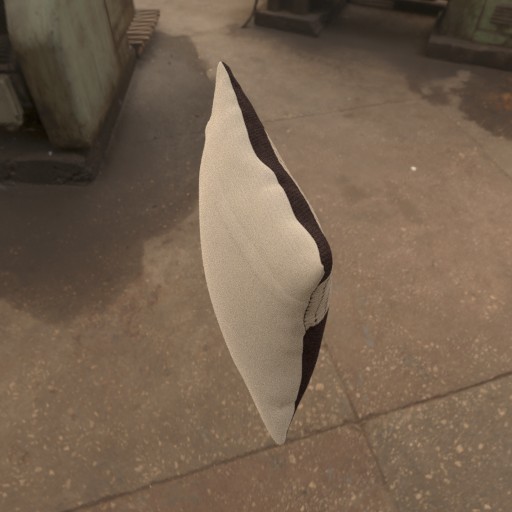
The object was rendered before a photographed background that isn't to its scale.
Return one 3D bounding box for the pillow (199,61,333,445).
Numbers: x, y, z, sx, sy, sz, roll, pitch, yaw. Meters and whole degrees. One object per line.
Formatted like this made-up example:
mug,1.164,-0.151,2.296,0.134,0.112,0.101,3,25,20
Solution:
pillow,0.000,0.000,0.748,0.178,0.473,0.475,-11,49,-9
